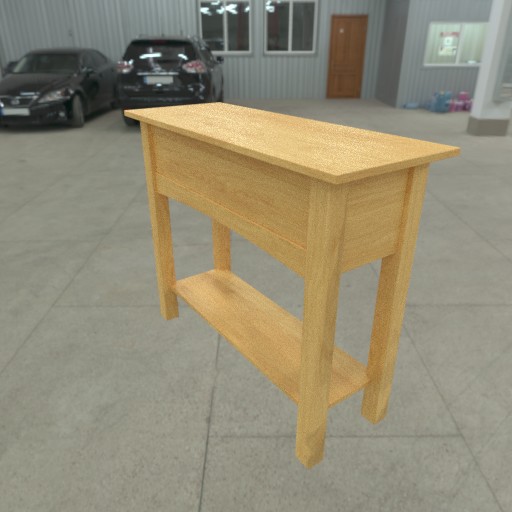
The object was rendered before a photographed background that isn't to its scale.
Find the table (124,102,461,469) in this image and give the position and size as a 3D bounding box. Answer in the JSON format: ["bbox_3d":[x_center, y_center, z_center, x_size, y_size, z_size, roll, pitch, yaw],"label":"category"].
[{"bbox_3d":[0.000,0.000,1.263,0.340,0.728,0.900,-17,31,-32],"label":"table"}]
